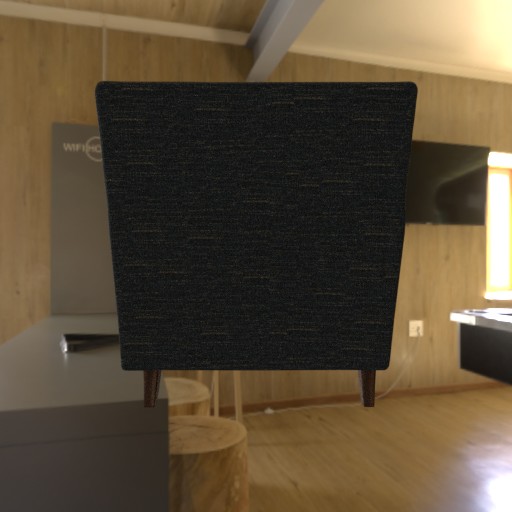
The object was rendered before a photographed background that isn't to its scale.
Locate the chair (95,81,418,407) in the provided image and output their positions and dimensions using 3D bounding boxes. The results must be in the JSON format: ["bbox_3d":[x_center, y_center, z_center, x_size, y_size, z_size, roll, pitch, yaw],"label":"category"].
[{"bbox_3d":[0.000,0.000,1.601,0.864,0.928,0.873,0,0,0],"label":"chair"}]
